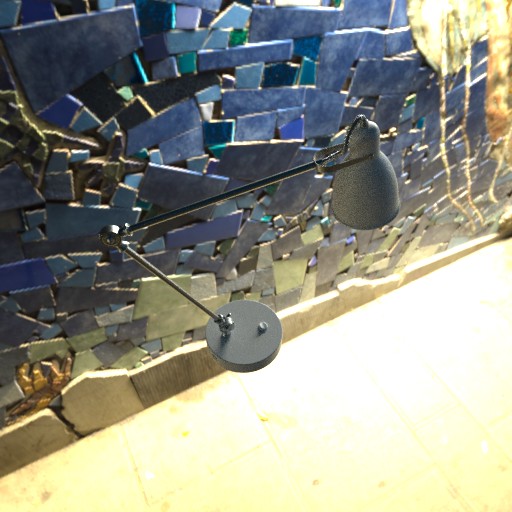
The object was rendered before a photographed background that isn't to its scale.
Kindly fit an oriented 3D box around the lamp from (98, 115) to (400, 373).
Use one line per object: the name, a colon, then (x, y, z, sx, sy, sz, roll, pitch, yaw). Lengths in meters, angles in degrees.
lamp: (0.000, 0.000, 0.890, 0.561, 0.587, 0.187, -10, 47, -9)
